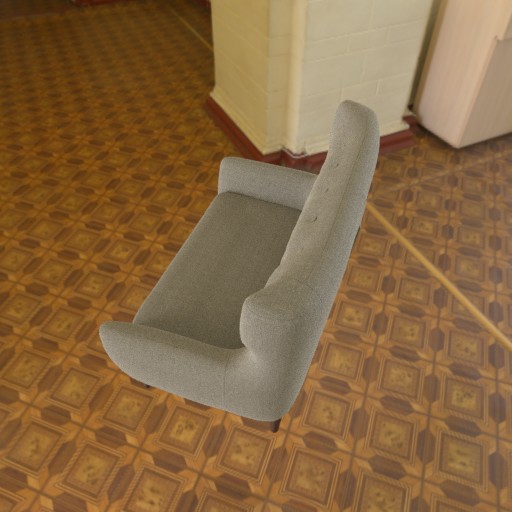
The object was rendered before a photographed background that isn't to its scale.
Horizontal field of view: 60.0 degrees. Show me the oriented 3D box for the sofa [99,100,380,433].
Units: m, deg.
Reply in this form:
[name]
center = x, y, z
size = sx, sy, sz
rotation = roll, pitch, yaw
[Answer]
[sofa]
center = 0.000, 0.000, 2.087
size = 0.884, 1.028, 1.386
rotation = 14, 47, 14
